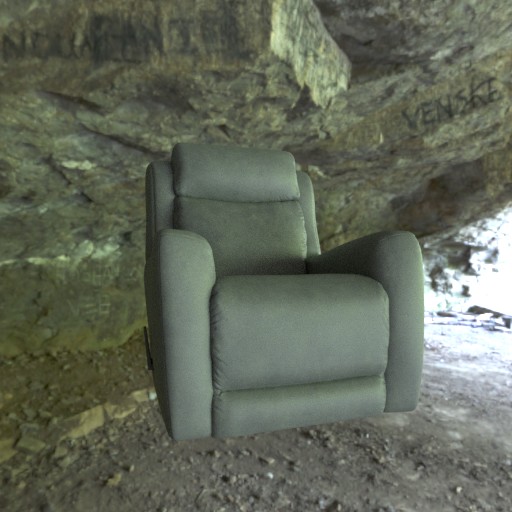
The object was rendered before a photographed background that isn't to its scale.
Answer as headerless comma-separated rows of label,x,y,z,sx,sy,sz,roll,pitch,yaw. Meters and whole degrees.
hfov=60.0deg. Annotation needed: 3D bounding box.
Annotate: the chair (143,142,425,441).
chair,0.000,0.000,1.903,0.967,1.116,1.068,0,0,-18
